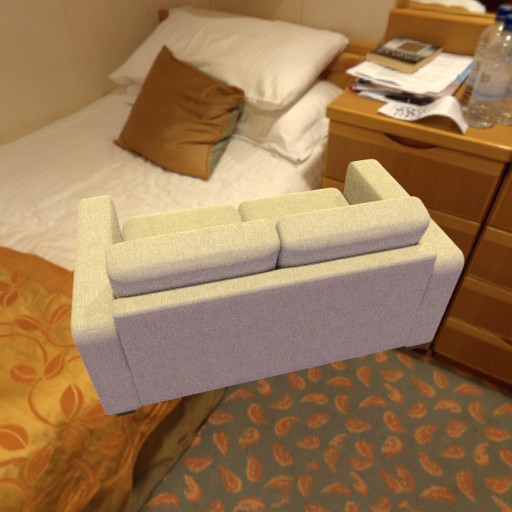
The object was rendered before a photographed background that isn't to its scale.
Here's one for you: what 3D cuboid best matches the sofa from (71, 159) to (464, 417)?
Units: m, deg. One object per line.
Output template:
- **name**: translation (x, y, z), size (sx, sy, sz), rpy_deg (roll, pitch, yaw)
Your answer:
- **sofa**: translation (0.000, 0.000, 2.072), size (1.540, 0.800, 0.900), rpy_deg (-10, 42, -11)
